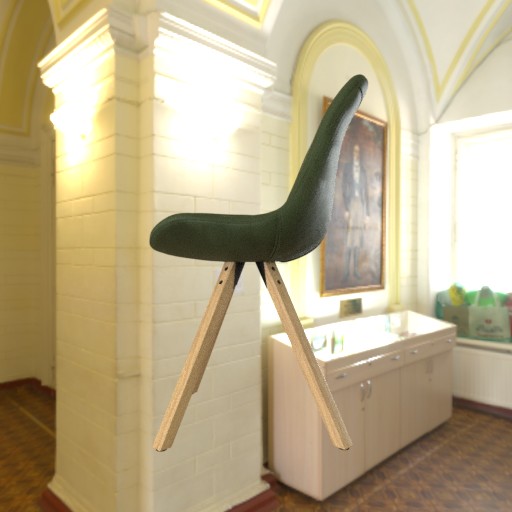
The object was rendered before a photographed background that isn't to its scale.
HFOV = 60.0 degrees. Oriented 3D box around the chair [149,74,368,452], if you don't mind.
[{"bbox_3d":[0.000,0.000,1.189,0.547,0.865,0.483,0,0,1],"label":"chair"}]
